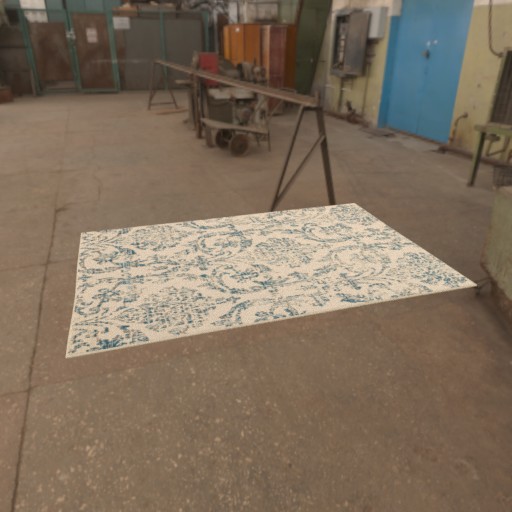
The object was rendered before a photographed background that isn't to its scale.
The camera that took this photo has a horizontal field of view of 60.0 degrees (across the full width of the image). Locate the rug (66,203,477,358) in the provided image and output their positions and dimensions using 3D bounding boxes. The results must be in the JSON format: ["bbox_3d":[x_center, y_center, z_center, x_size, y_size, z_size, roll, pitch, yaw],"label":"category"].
[{"bbox_3d":[0.000,0.000,2.388,1.831,0.012,1.213,-8,27,-15],"label":"rug"}]
